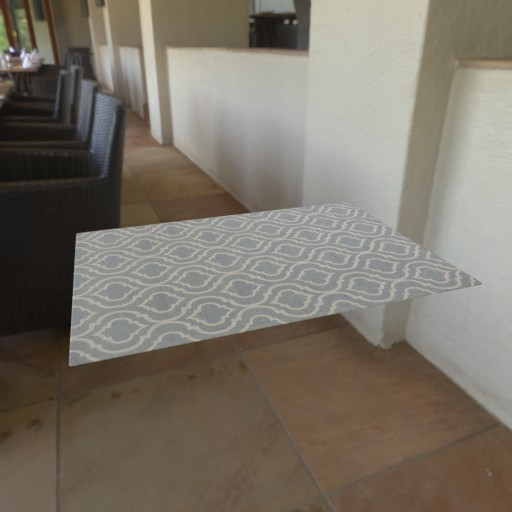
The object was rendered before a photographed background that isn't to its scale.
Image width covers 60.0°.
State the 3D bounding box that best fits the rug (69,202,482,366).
[{"bbox_3d":[0.000,0.000,2.698,2.080,0.010,1.451,-8,27,-17],"label":"rug"}]
